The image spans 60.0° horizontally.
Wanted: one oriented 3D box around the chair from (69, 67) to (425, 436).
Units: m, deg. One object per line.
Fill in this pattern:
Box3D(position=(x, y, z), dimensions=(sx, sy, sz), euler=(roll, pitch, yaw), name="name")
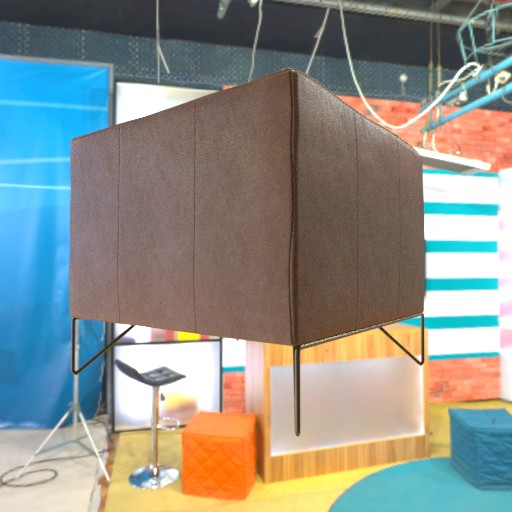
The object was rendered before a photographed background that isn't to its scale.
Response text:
Box3D(position=(0.000, 0.000, 1.558), dimensions=(0.920, 0.797, 0.912), euler=(-1, -2, 37), name="chair")
